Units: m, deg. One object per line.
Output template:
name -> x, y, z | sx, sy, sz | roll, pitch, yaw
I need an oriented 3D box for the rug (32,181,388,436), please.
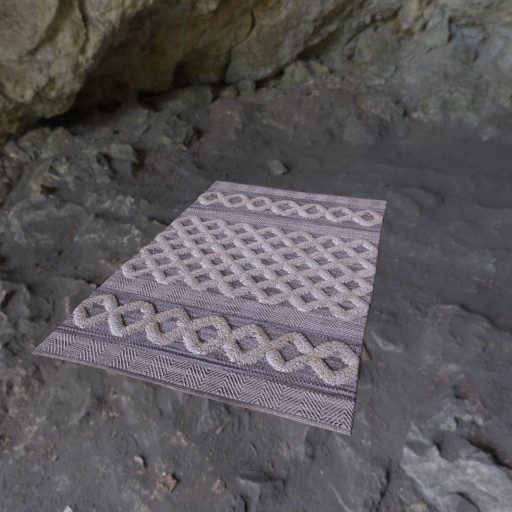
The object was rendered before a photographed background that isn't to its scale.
rug -> 0.000, 0.000, 2.854 | 1.513, 0.033, 2.333 | 9, 32, 15
